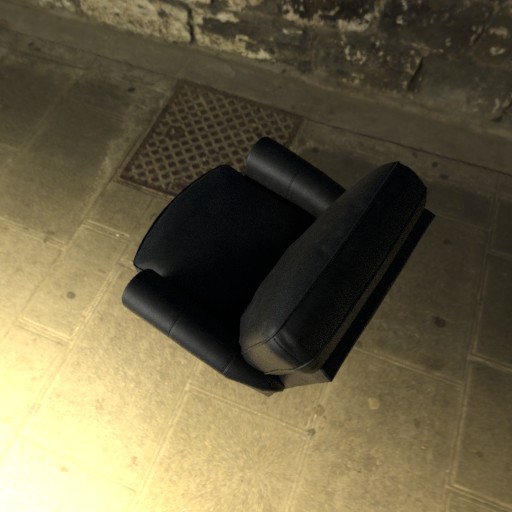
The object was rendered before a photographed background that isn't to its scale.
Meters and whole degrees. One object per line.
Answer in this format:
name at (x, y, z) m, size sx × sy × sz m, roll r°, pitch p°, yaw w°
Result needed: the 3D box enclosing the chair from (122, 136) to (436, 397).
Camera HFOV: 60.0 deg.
chair at (0.000, 0.000, 1.770) m, size 0.986 × 1.018 × 0.936 m, roll 33°, pitch 68°, yaw 15°
